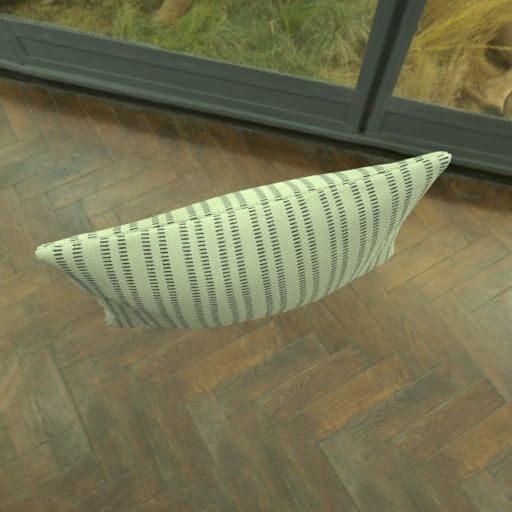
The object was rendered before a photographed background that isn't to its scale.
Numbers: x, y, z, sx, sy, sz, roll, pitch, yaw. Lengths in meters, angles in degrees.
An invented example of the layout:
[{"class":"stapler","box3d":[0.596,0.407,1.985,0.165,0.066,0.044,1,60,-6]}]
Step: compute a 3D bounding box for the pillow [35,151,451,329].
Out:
[{"class":"pillow","box3d":[0.000,0.000,0.799,0.640,0.353,0.210,-14,65,-7]}]
